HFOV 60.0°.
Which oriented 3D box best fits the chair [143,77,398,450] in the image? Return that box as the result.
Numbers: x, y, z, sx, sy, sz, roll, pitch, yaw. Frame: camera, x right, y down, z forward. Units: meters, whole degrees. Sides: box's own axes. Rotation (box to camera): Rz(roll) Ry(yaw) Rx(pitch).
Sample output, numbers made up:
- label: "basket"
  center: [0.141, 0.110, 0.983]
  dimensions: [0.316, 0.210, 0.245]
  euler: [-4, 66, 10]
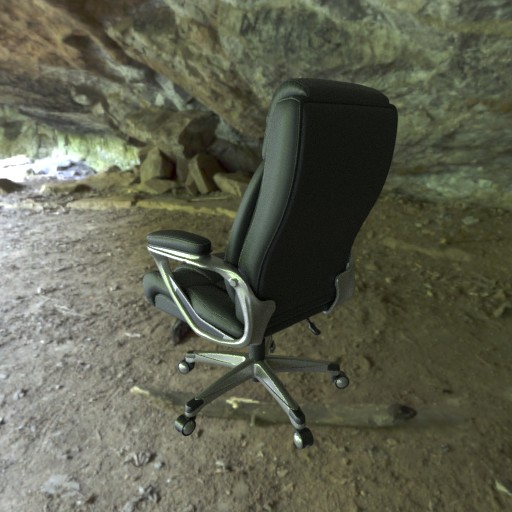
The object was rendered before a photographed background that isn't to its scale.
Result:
- label: "chair"
  center: [0.000, 0.000, 1.635]
  dimensions: [0.741, 1.167, 0.784]
  euler: [-15, 21, -42]
